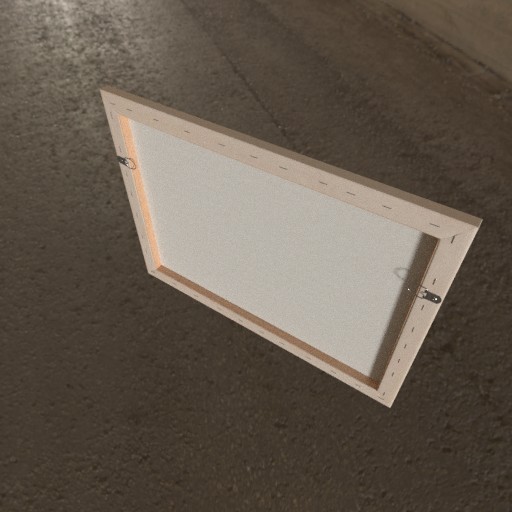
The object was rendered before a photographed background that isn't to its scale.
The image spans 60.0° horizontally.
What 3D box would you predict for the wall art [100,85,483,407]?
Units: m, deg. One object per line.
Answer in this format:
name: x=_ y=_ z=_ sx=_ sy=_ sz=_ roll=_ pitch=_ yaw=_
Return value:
wall art: x=0.000 y=0.000 z=1.565 sx=1.219 sy=0.912 sz=0.042 roll=26 pitch=51 yaw=22
